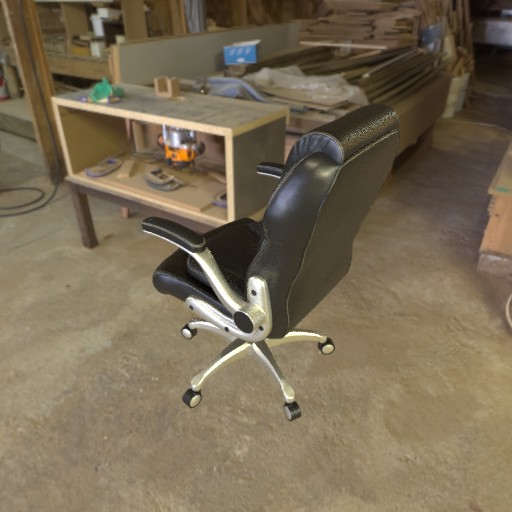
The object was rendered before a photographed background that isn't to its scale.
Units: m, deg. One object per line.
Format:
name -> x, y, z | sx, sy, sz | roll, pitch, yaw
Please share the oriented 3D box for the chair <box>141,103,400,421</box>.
chair -> 0.000, 0.000, 1.675 | 0.801, 1.141, 0.724 | 21, 38, 30
